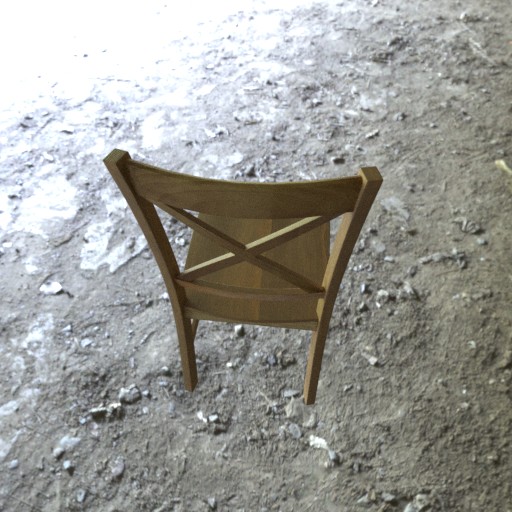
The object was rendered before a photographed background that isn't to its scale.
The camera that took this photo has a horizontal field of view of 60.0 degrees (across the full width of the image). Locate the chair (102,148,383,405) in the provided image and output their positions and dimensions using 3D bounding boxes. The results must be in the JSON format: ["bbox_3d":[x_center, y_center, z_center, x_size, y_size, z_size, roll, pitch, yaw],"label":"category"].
[{"bbox_3d":[0.000,0.000,1.285,0.485,0.983,0.542,5,48,4],"label":"chair"}]
